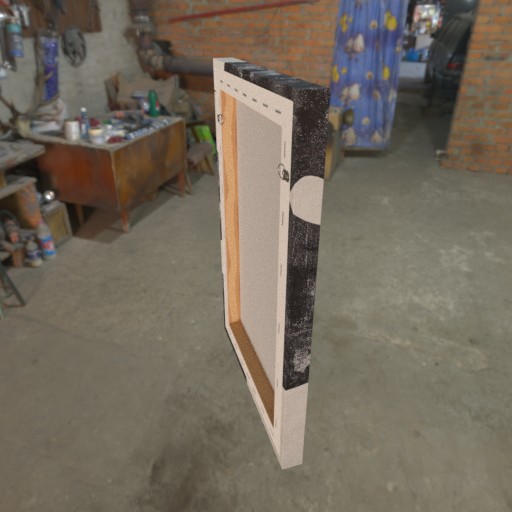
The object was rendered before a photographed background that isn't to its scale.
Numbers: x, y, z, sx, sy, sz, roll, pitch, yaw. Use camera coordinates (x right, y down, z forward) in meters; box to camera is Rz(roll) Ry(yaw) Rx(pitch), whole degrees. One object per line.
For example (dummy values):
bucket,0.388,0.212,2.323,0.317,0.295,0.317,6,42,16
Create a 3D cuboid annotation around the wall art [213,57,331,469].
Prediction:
wall art,0.000,0.000,0.782,0.039,0.610,0.407,-9,30,-15
